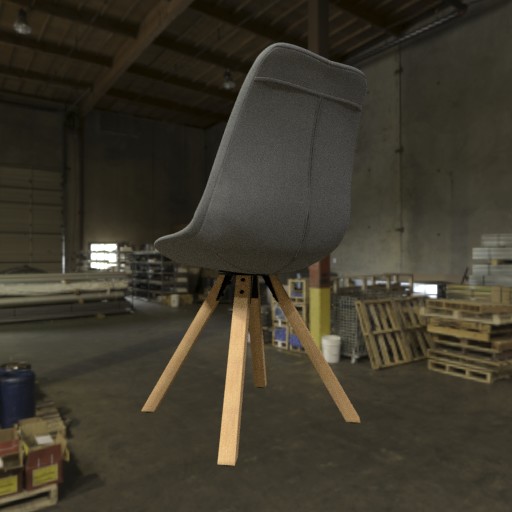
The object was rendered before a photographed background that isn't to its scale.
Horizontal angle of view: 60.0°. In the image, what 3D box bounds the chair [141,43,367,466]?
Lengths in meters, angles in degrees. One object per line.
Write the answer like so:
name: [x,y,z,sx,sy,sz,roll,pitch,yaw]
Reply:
chair: [0.000,0.000,1.171,0.474,0.863,0.549,0,0,-36]
